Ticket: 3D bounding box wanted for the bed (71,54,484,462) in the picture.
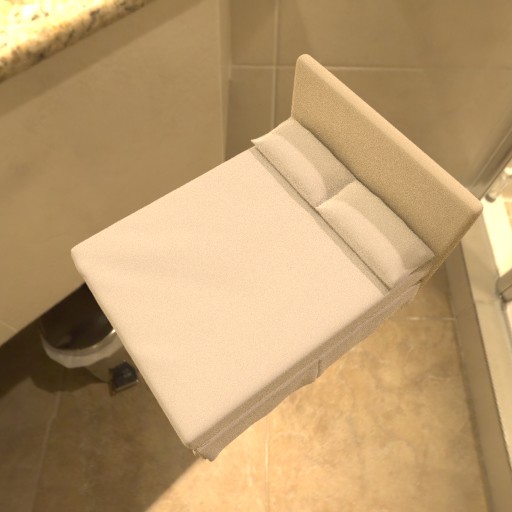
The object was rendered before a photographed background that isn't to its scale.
[{"bbox_3d":[0.000,0.000,3.116,2.147,1.330,1.714,-33,67,-16],"label":"bed"}]
